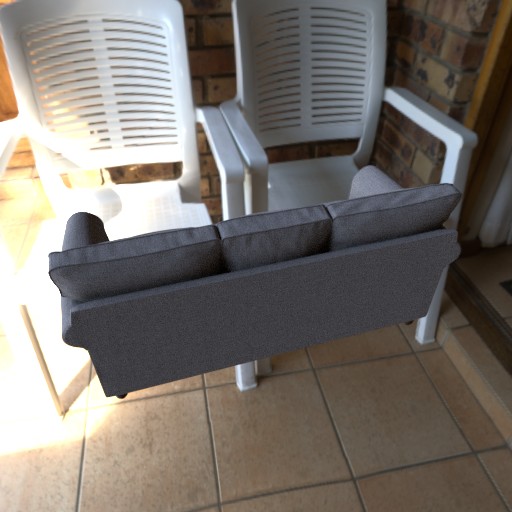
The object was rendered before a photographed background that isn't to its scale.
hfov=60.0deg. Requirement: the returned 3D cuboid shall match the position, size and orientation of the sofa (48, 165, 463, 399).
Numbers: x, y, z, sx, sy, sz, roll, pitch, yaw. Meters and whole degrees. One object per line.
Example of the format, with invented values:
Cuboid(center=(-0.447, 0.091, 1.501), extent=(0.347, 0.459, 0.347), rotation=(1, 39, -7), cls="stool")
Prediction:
Cuboid(center=(0.000, 0.000, 2.591), extent=(2.084, 0.961, 0.916), rotation=(-11, 41, -13), cls="sofa")
